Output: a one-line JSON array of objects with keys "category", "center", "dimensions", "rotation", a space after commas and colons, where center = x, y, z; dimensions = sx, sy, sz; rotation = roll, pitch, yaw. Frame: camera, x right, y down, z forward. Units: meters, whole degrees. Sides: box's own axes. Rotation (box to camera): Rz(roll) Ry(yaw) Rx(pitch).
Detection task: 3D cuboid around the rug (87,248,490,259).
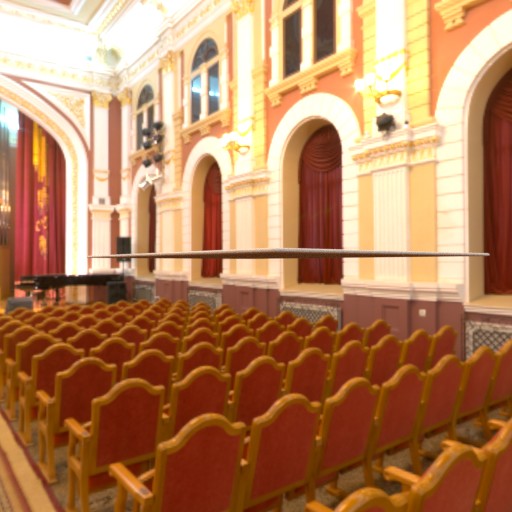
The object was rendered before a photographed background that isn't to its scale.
[{"category": "rug", "center": [0.000, 0.000, 2.327], "dimensions": [1.219, 0.013, 1.829], "rotation": [1, -1, -36]}]
